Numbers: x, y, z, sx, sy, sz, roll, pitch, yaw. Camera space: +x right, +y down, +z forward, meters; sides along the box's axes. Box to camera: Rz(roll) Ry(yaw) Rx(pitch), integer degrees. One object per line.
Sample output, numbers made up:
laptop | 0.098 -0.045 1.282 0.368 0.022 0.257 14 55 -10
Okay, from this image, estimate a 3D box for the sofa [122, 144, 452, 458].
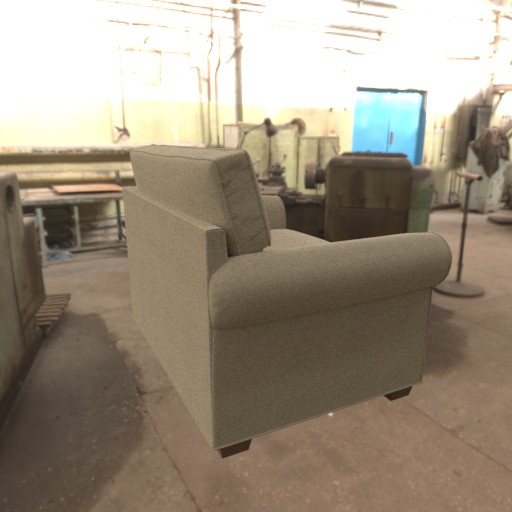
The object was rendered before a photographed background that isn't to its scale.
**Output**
sofa | 0.000 0.000 2.041 0.936 0.991 1.405 -7 17 -26
